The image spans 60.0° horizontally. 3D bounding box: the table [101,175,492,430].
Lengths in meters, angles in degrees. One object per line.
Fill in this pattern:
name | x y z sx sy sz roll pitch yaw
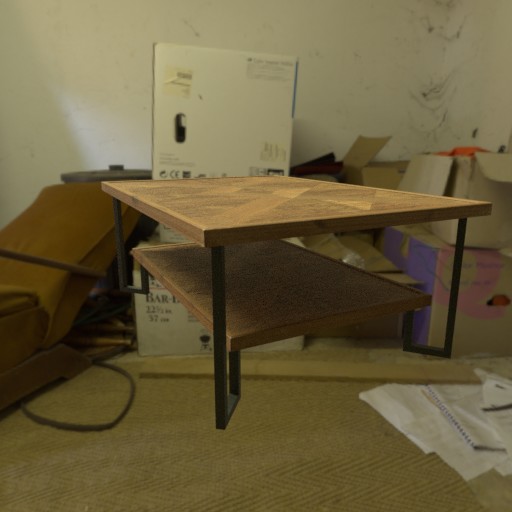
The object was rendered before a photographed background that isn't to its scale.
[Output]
table | 0.000 0.000 1.656 0.877 0.492 1.238 -7 16 -27
